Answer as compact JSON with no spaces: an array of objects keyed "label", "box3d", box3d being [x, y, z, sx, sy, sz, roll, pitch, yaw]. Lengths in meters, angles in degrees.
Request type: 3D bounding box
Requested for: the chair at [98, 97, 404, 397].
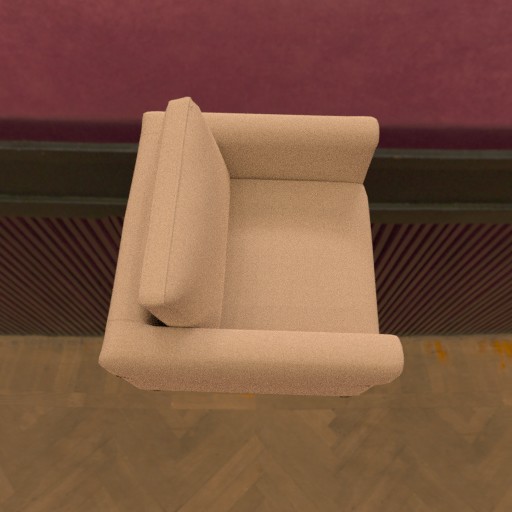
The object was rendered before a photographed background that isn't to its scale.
[{"label":"chair","box3d":[0.000,0.000,1.684,0.896,0.915,0.982,2,65,1]}]
